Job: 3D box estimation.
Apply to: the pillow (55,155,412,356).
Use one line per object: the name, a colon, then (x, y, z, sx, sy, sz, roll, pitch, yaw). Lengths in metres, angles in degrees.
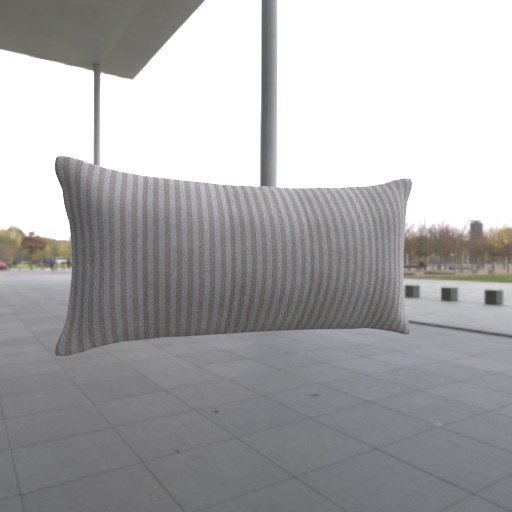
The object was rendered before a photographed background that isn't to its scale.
pillow: (0.000, 0.000, 0.740, 0.617, 0.295, 0.151, 0, -1, -18)
